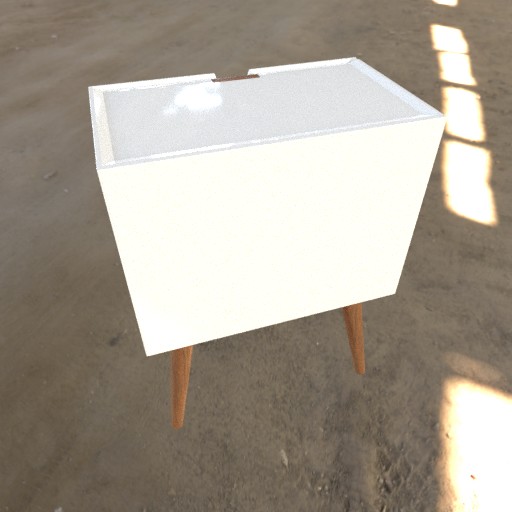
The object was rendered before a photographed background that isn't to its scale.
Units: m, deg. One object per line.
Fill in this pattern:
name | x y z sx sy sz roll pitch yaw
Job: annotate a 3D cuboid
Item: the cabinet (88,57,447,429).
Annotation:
cabinet | 0.000 0.000 1.079 0.591 0.772 0.344 -12 43 -13
